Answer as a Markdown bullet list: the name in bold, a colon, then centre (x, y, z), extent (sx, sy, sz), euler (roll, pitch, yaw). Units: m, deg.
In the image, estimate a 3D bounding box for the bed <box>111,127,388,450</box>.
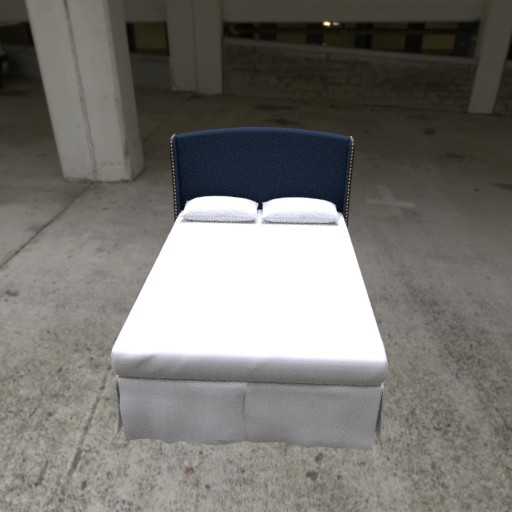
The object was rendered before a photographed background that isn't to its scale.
- **bed**: centre (0.000, 0.000, 3.267), extent (1.604, 1.402, 2.223), euler (1, 29, 2)
